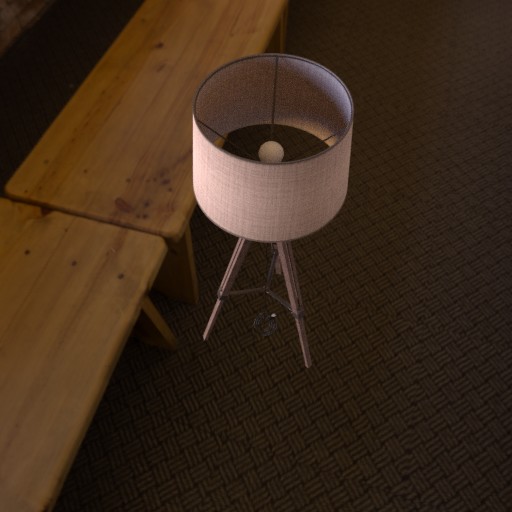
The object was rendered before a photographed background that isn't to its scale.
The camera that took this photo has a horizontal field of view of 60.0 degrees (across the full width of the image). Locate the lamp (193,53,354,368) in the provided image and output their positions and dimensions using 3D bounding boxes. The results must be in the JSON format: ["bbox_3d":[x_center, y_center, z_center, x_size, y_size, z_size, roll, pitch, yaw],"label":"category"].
[{"bbox_3d":[0.000,0.000,1.801,0.587,1.510,0.604,-13,60,-8],"label":"lamp"}]
